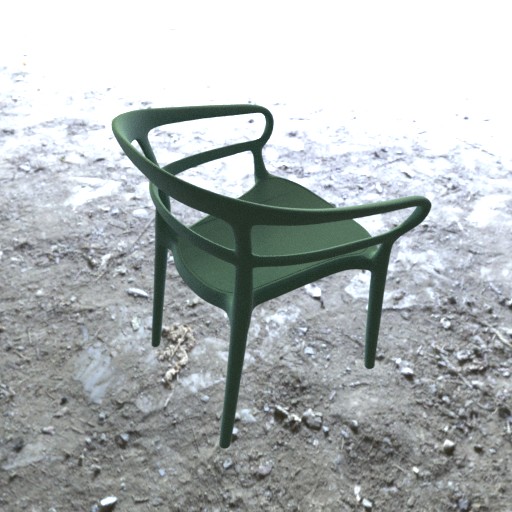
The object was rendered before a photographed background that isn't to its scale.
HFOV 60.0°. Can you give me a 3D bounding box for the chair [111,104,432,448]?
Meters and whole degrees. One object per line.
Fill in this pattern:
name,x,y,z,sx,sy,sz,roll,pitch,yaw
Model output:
chair,0.000,0.000,1.103,0.527,0.761,0.559,-26,48,-26
